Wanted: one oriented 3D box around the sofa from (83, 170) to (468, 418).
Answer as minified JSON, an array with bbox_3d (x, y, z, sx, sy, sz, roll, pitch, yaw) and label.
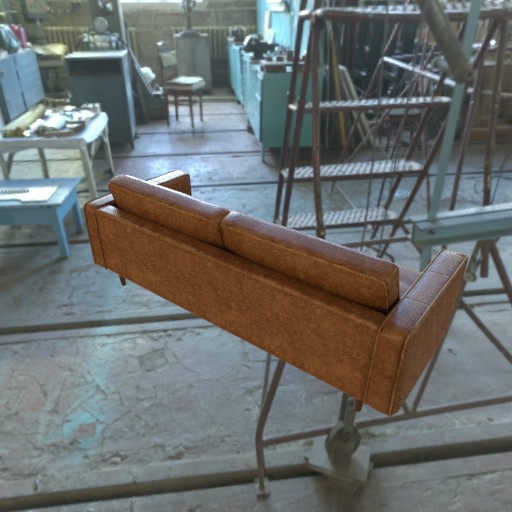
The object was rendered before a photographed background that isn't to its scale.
[{"bbox_3d":[0.000,0.000,2.685,2.199,0.779,0.886,21,36,32],"label":"sofa"}]
